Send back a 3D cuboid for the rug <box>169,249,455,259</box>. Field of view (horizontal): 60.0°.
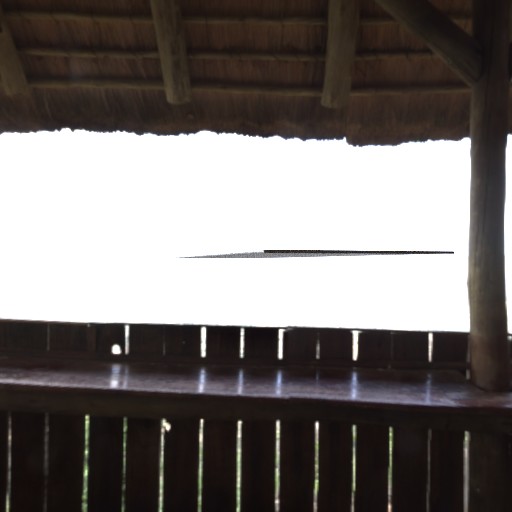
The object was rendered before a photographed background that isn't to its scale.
[{"bbox_3d":[0.000,0.000,1.984,0.553,0.012,1.827,0,-1,-18],"label":"rug"}]
